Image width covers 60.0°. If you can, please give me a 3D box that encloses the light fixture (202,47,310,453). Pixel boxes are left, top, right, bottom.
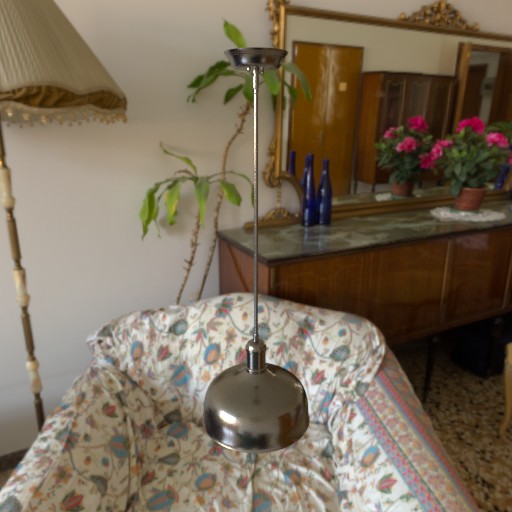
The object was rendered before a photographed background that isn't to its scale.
[{"bbox_3d":[0.000,0.000,1.111,0.299,0.935,0.299,8,19,26],"label":"light fixture"}]
